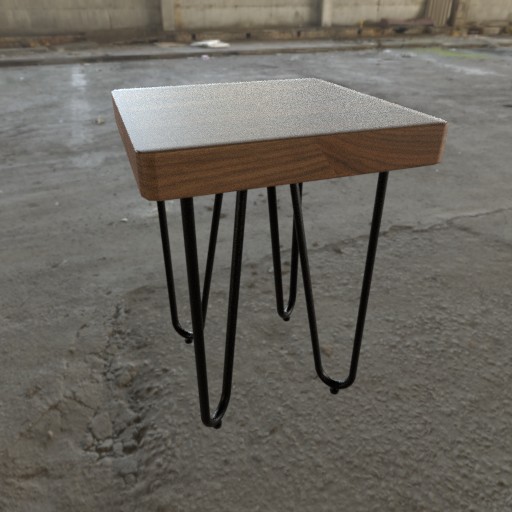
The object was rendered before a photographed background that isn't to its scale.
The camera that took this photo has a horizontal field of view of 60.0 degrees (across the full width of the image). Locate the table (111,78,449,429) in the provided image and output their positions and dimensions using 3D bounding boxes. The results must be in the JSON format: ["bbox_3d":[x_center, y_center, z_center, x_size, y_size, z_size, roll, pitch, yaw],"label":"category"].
[{"bbox_3d":[0.000,0.000,0.967,0.480,0.641,0.479,-10,32,-17],"label":"table"}]
